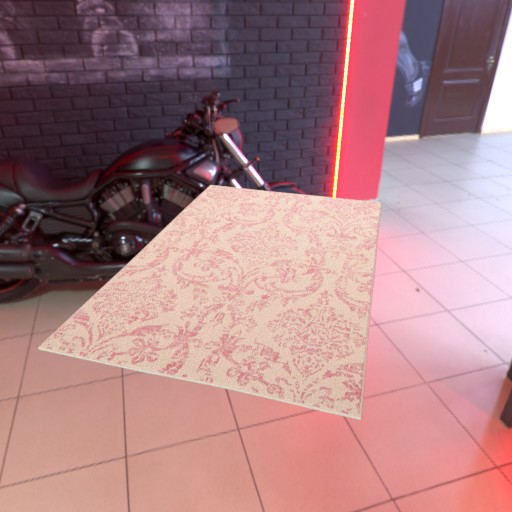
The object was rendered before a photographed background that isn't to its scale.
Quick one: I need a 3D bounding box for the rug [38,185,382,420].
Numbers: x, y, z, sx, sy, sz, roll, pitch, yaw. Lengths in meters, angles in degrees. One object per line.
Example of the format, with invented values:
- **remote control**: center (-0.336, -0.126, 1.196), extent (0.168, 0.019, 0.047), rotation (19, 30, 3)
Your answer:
- **rug**: center (0.000, 0.000, 2.319), extent (1.219, 0.012, 1.839), rotation (8, 30, 14)
